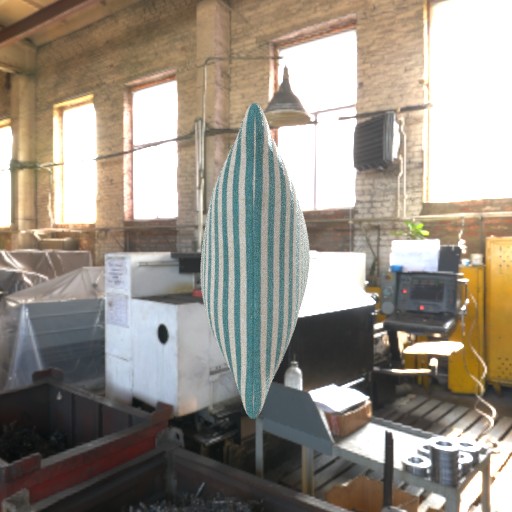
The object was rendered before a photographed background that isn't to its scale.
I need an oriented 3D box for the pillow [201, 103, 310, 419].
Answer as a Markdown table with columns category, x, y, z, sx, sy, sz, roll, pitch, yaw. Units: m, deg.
| category | x | y | z | sx | sy | sz | roll | pitch | yaw |
| --- | --- | --- | --- | --- | --- | --- | --- | --- | --- |
| pillow | 0.000 | 0.000 | 0.714 | 0.151 | 0.295 | 0.617 | 0 | 1 | 0 |
